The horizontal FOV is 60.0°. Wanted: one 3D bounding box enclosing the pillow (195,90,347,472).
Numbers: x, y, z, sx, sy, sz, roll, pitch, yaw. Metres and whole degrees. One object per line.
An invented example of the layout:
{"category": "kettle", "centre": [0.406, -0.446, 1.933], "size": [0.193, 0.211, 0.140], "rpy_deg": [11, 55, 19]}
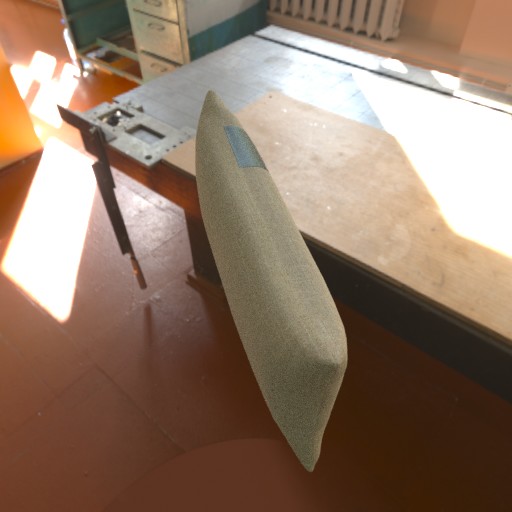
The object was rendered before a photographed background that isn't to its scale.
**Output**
{"category": "pillow", "centre": [0.000, 0.000, 1.043], "size": [0.197, 0.429, 0.859], "rpy_deg": [-11, 47, -11]}
